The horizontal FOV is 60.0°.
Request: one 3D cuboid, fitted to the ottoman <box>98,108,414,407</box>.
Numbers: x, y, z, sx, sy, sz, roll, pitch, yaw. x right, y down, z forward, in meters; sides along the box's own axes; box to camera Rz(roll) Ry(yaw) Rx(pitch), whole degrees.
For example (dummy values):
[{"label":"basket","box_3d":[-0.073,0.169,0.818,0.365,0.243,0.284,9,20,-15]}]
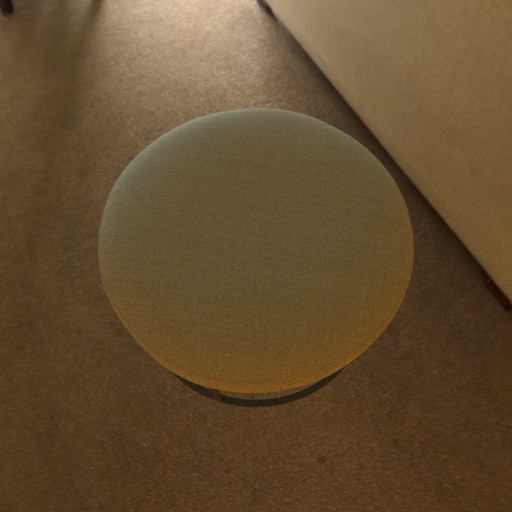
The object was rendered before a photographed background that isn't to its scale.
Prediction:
[{"label":"ottoman","box_3d":[0.000,0.000,1.223,0.772,0.460,0.772,0,63,0]}]
